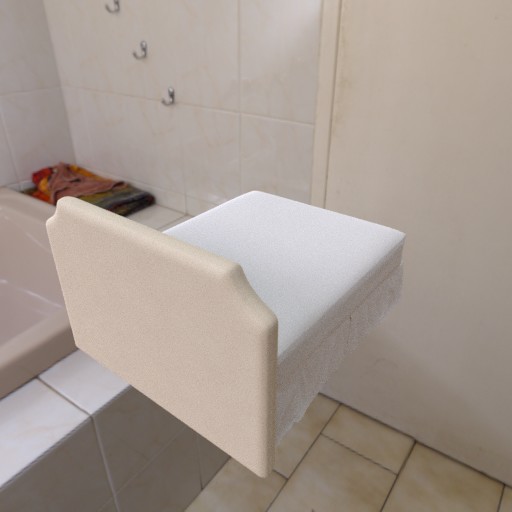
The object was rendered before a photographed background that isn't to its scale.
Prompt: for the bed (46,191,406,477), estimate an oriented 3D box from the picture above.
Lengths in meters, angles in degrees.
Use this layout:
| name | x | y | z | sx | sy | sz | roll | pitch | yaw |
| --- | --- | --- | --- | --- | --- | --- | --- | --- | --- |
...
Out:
| name | x | y | z | sx | sy | sz | roll | pitch | yaw |
| --- | --- | --- | --- | --- | --- | --- | --- | --- | --- |
| bed | 0.000 | 0.000 | 3.373 | 1.827 | 1.296 | 2.209 | 21 | 36 | 32 |
